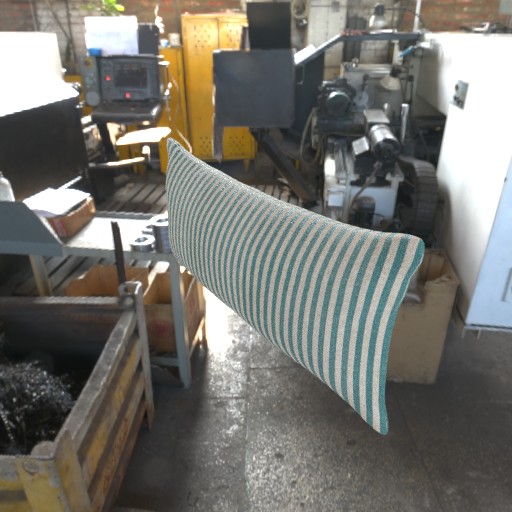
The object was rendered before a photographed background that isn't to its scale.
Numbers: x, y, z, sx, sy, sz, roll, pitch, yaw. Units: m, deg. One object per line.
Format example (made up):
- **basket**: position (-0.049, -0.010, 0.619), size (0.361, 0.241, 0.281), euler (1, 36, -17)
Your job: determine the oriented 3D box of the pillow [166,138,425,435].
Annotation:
- **pillow**: position (0.000, 0.000, 0.760), size (0.151, 0.295, 0.617), euler (-18, 32, -31)
